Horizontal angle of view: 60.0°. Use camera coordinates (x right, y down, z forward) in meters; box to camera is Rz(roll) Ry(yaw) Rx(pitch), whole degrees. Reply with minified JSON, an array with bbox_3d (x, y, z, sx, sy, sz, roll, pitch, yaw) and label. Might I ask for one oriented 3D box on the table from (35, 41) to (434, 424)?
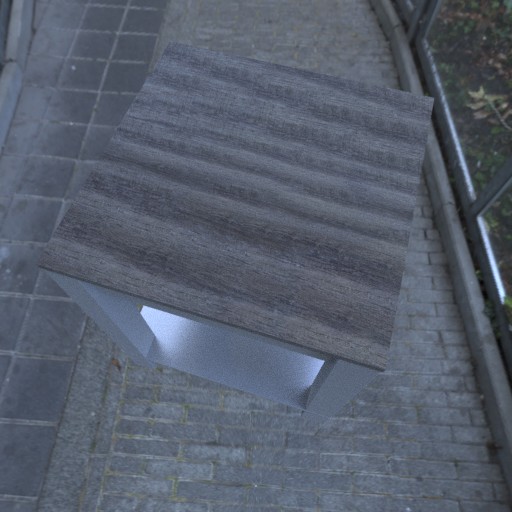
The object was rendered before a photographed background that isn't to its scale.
[{"bbox_3d":[0.000,0.000,0.973,0.506,0.587,0.504,16,64,8],"label":"table"}]
